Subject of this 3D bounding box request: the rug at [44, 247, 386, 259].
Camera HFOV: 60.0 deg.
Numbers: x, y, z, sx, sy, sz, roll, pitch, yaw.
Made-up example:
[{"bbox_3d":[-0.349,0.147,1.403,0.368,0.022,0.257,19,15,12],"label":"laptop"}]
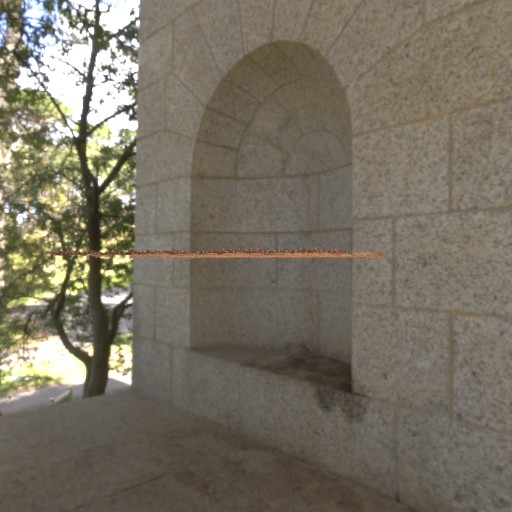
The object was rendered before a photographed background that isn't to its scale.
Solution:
[{"bbox_3d":[0.000,0.000,3.152,1.778,0.048,2.450,0,-1,18],"label":"rug"}]
